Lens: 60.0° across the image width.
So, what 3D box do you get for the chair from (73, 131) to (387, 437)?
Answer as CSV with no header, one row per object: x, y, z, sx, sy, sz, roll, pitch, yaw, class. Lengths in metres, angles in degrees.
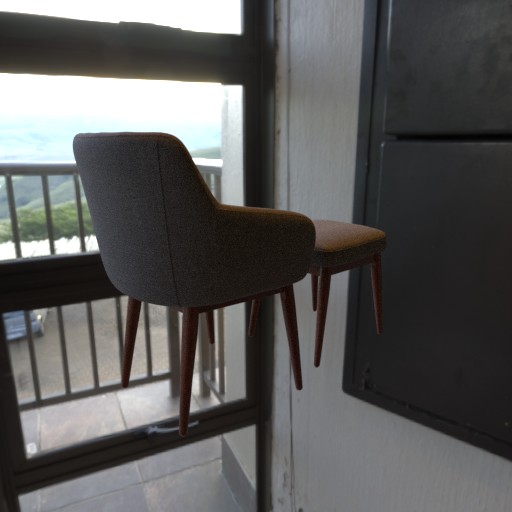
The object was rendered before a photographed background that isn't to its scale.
0.000,0.000,1.510,1.107,0.799,0.584,-13,20,-41,chair
